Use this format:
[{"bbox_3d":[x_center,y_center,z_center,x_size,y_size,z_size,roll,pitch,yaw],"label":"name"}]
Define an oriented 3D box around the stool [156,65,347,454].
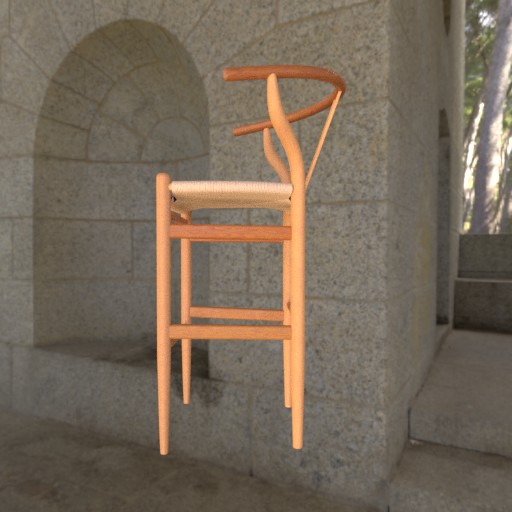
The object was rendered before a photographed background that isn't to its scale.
[{"bbox_3d":[0.000,0.000,1.399,0.561,1.068,0.574,0,1,0],"label":"stool"}]
